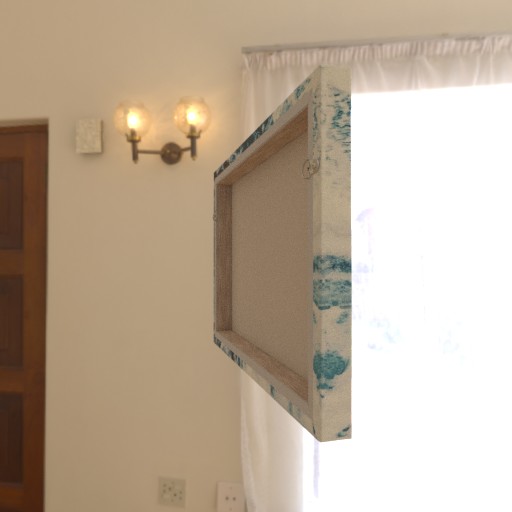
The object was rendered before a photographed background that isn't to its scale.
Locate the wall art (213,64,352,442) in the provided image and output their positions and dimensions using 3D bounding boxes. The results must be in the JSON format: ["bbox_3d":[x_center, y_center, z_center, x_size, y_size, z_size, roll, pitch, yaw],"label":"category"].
[{"bbox_3d":[0.000,0.000,0.769,0.043,0.407,0.609,0,-1,-16],"label":"wall art"}]
